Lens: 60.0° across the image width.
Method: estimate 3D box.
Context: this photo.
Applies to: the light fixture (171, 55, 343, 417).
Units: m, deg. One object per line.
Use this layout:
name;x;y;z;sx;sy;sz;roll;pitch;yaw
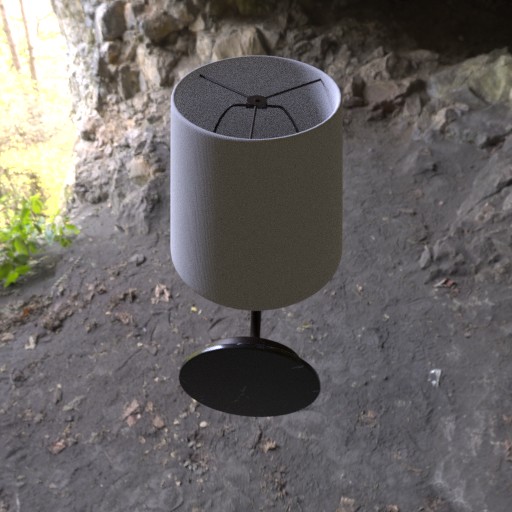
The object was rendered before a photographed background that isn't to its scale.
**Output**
light fixture;0.000;0.000;0.444;0.168;0.337;0.188;3;47;3
